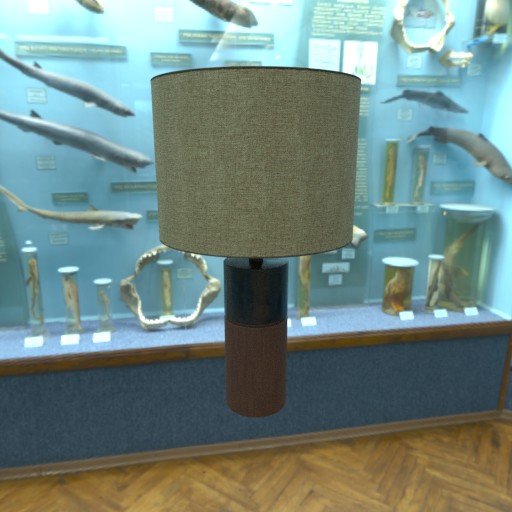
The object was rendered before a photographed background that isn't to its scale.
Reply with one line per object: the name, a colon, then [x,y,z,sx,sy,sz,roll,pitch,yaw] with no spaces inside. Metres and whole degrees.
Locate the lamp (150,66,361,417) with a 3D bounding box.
lamp: [0.000,0.000,0.478,0.202,0.350,0.202,0,14,0]
